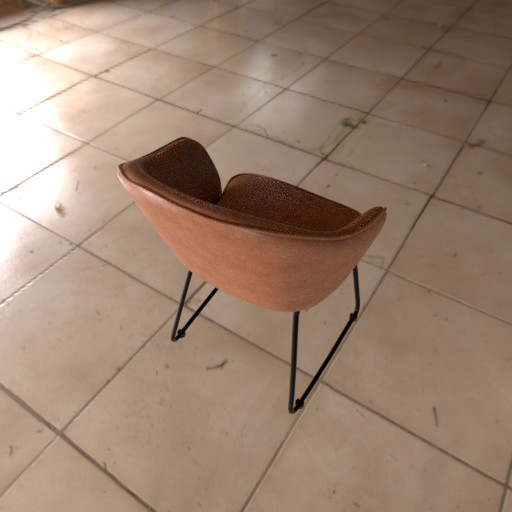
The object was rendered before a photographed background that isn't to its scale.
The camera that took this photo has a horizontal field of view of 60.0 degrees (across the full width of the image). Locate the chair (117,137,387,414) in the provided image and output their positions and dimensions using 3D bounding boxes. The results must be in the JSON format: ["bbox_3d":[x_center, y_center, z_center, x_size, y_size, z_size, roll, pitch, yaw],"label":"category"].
[{"bbox_3d":[0.000,0.000,1.208,0.582,0.785,0.580,24,51,22],"label":"chair"}]
